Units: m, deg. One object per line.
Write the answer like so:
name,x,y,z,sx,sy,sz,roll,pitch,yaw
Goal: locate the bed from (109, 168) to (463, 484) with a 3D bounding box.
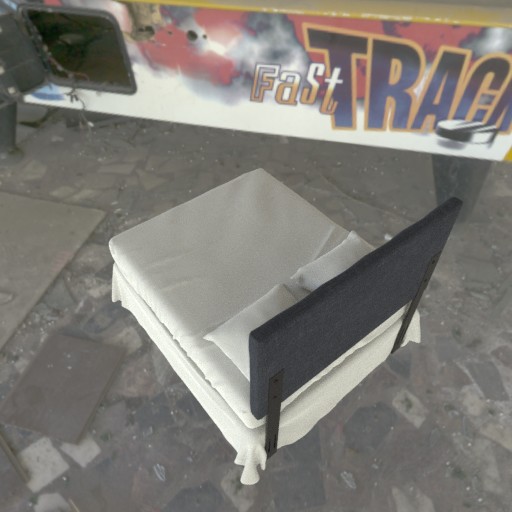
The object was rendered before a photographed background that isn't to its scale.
bed,0.000,0.000,3.465,1.936,1.577,2.222,-30,53,-26
